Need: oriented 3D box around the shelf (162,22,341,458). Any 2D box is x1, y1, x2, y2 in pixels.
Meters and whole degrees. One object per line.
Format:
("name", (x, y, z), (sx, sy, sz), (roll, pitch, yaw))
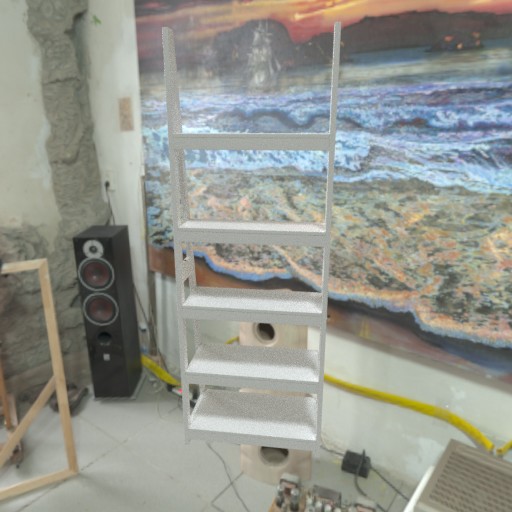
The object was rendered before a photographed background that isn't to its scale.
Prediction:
("shelf", (0.000, 0.000, 1.958), (0.636, 1.779, 0.341), (2, 17, 8))
